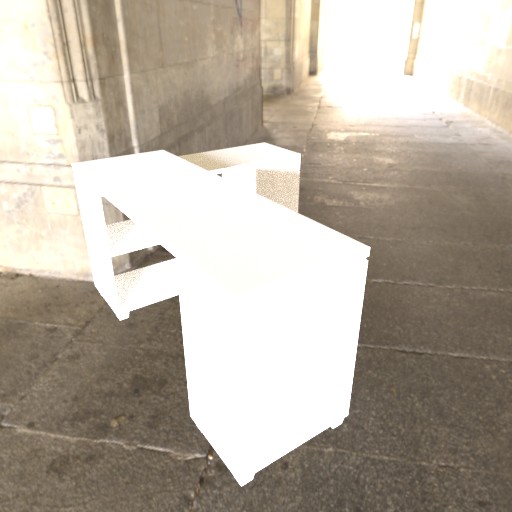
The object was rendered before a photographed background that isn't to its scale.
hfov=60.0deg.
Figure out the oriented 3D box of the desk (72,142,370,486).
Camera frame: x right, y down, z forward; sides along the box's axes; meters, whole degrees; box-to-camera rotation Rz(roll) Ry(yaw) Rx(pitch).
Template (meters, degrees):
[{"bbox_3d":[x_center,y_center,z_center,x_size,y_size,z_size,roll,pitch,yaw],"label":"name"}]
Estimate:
[{"bbox_3d":[0.000,0.000,2.154,1.199,0.759,1.524,-18,32,-31],"label":"desk"}]
